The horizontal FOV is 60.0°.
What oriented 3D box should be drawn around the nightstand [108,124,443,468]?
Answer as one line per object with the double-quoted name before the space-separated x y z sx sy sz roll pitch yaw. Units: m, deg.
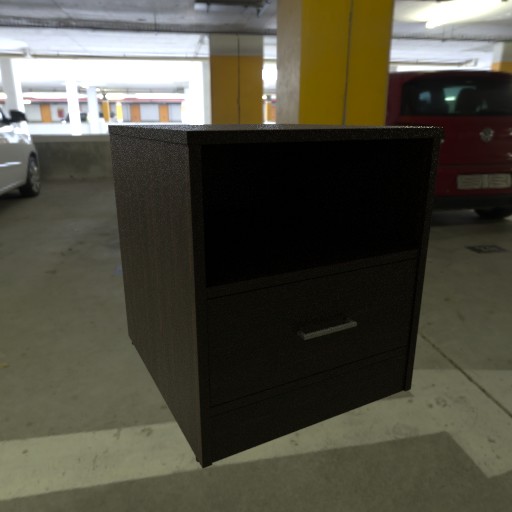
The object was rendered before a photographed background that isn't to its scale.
"nightstand" 0.000 0.000 0.817 0.400 0.460 0.461 -9 19 -27
